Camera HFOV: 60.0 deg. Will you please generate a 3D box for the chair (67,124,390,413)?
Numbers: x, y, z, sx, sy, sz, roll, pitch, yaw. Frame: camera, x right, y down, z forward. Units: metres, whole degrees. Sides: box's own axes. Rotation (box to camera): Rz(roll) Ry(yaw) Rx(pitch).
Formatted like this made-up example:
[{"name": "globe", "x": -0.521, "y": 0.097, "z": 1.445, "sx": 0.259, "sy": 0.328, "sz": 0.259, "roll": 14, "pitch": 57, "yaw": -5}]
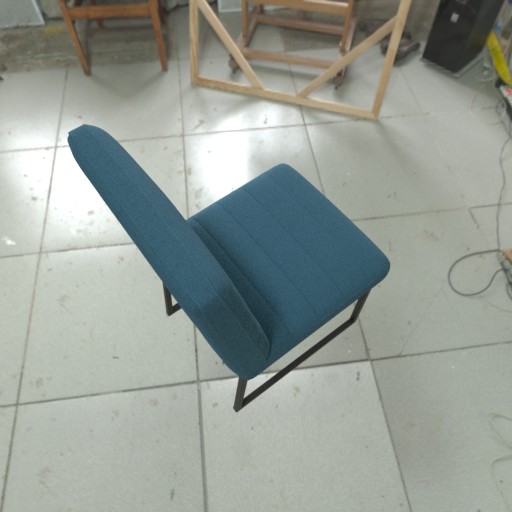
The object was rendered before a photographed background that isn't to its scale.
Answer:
[{"name": "chair", "x": 0.000, "y": 0.000, "z": 1.286, "sx": 0.634, "sy": 0.930, "sz": 0.520, "roll": -33, "pitch": 64, "yaw": -18}]
